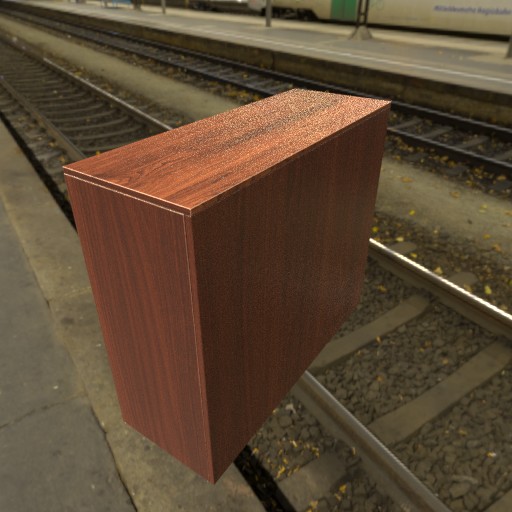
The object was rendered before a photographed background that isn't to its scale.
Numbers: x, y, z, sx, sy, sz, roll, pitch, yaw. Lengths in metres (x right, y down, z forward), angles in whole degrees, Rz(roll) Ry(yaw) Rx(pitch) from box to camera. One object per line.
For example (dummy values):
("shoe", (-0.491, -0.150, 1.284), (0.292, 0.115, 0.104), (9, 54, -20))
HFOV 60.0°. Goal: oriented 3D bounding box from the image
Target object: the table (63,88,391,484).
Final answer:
("table", (0.000, 0.000, 1.352), (0.380, 0.790, 0.930), (20, 37, 29))
